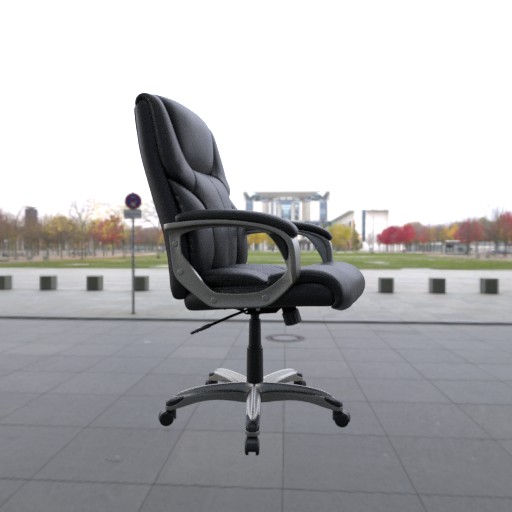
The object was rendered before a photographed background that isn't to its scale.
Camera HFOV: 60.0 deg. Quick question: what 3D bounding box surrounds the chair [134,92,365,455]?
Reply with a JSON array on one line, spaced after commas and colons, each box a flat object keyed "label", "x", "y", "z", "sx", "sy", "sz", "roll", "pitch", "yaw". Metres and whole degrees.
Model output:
[{"label": "chair", "x": 0.000, "y": 0.000, "z": 1.605, "sx": 0.739, "sy": 1.155, "sz": 0.663, "roll": 0, "pitch": 1, "yaw": 19}]
